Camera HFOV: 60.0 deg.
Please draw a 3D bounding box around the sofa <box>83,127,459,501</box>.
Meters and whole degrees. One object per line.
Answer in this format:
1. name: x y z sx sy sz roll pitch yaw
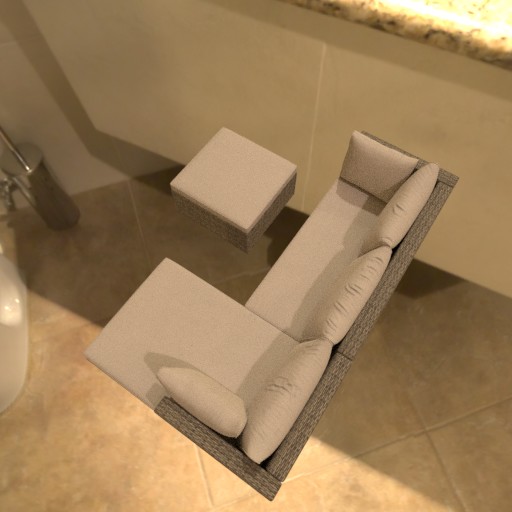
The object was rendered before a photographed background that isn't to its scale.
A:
1. sofa: 0.000 0.000 2.842 1.662 0.766 2.192 31 67 15
